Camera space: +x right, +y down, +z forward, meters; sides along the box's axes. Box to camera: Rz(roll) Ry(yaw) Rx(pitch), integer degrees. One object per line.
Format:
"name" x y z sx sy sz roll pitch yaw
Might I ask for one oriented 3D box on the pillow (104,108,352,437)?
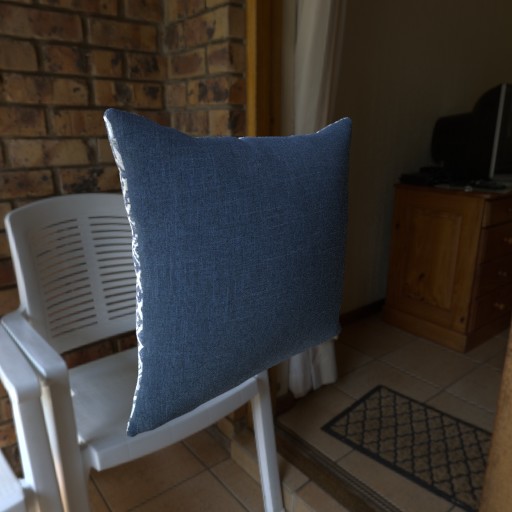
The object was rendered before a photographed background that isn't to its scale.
"pillow" 0.000 0.000 0.793 0.546 0.487 0.180 -15 22 -42
